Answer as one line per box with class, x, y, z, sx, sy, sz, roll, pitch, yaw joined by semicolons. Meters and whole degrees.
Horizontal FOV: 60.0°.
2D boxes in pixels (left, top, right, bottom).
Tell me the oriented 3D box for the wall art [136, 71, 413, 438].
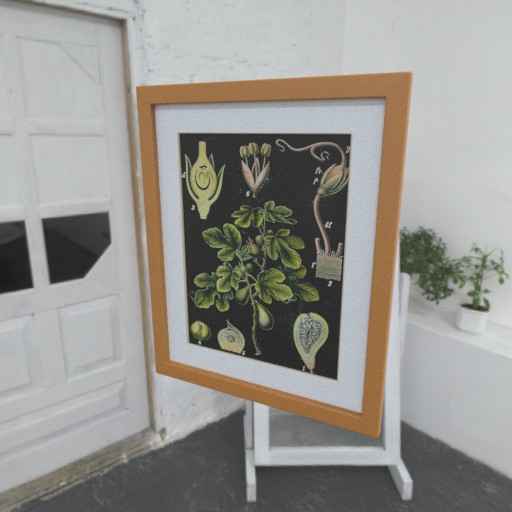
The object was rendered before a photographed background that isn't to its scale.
wall art;0.000;0.000;0.748;0.452;0.553;0.022;8;18;25
